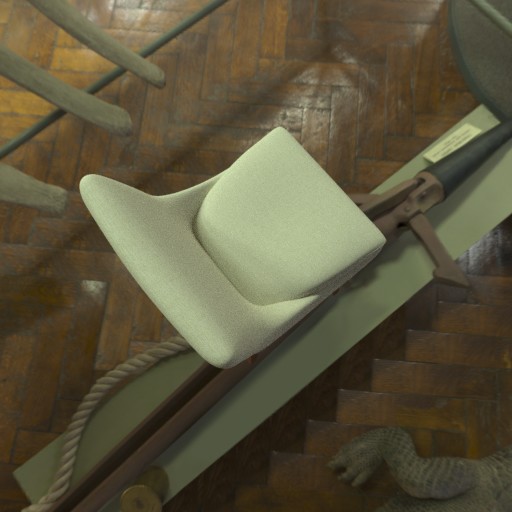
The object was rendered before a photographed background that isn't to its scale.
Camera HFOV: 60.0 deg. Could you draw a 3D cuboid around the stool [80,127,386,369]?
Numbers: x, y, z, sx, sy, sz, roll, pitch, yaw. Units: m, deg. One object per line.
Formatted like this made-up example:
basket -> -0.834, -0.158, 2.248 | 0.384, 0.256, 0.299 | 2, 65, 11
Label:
stool -> 0.000, 0.000, 1.346 | 0.559, 1.097, 0.470 | -38, 79, -9
